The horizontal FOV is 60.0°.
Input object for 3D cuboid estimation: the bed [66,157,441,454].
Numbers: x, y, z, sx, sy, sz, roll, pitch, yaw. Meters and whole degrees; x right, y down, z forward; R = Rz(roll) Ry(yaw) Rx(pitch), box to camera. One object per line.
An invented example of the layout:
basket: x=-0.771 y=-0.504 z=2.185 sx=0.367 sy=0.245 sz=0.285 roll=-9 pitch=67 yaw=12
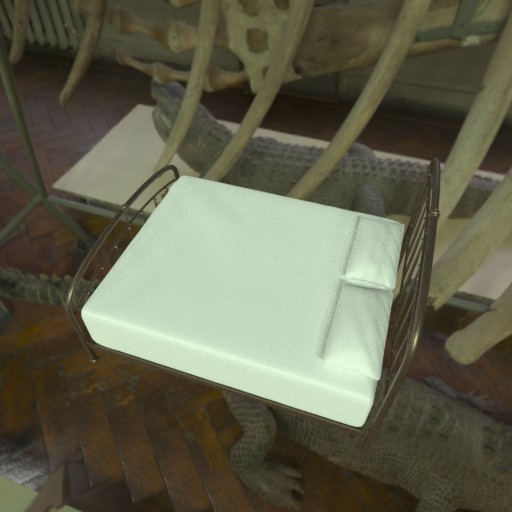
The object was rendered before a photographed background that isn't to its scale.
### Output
bed: x=0.000 y=0.000 z=3.232 sx=2.168 sy=1.475 sz=1.711 roll=14 pitch=49 yaw=13
